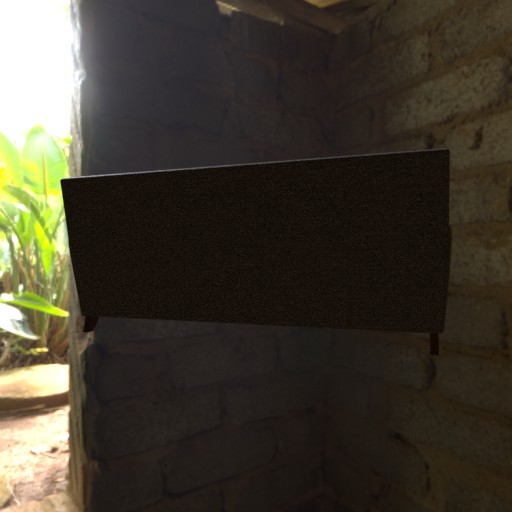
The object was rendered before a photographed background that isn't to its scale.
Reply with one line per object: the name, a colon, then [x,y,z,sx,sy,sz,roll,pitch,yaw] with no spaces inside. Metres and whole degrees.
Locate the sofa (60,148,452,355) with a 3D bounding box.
sofa: [0.000,0.000,2.443,1.976,0.846,0.875,0,-1,19]
